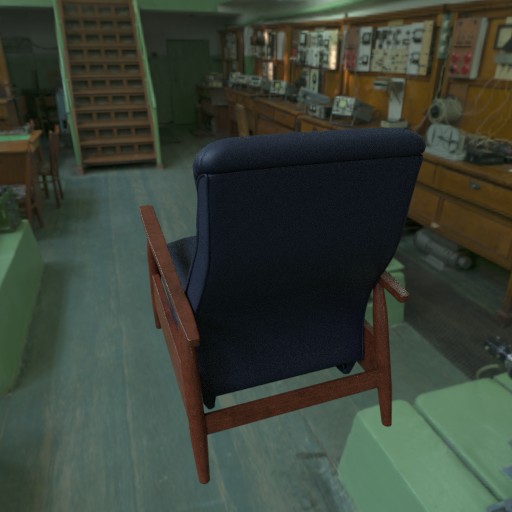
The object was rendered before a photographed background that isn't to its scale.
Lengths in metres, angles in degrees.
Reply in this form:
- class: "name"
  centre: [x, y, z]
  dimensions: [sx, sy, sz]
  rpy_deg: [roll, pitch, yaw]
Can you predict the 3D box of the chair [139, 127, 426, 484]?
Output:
- class: "chair"
  centre: [0.000, 0.000, 1.727]
  dimensions: [0.762, 1.082, 1.014]
  rpy_deg: [-9, 26, -18]
